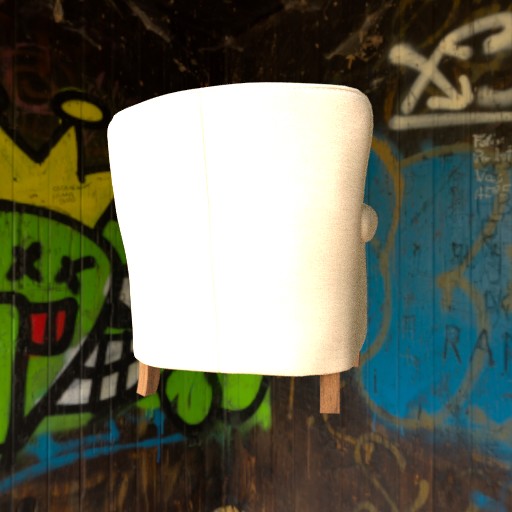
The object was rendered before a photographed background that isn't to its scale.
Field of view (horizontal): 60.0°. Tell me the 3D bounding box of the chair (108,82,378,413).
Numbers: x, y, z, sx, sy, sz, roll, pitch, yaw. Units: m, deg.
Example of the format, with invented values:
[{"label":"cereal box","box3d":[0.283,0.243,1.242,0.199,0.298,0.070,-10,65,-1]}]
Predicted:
[{"label":"chair","box3d":[0.000,0.000,1.616,0.861,0.936,0.921,0,-1,19]}]
